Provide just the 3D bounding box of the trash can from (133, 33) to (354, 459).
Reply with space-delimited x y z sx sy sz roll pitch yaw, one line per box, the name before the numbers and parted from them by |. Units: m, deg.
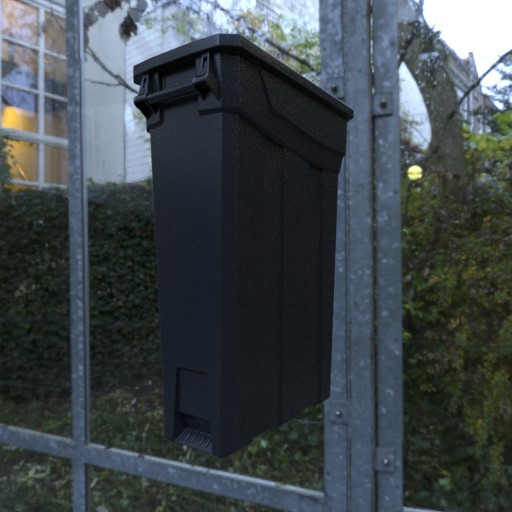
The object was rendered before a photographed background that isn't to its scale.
trash can | 0.000 0.000 1.038 0.281 0.762 0.559 0 0 36
